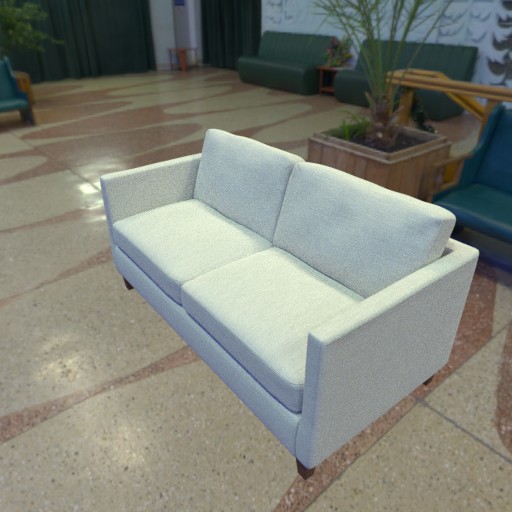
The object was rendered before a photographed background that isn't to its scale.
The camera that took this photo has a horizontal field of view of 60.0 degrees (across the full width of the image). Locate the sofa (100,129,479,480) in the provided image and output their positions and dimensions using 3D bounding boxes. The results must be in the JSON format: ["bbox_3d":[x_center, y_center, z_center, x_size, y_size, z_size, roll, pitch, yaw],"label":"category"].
[{"bbox_3d":[0.000,0.000,2.332,0.950,0.963,1.838,-21,37,-32],"label":"sofa"}]
